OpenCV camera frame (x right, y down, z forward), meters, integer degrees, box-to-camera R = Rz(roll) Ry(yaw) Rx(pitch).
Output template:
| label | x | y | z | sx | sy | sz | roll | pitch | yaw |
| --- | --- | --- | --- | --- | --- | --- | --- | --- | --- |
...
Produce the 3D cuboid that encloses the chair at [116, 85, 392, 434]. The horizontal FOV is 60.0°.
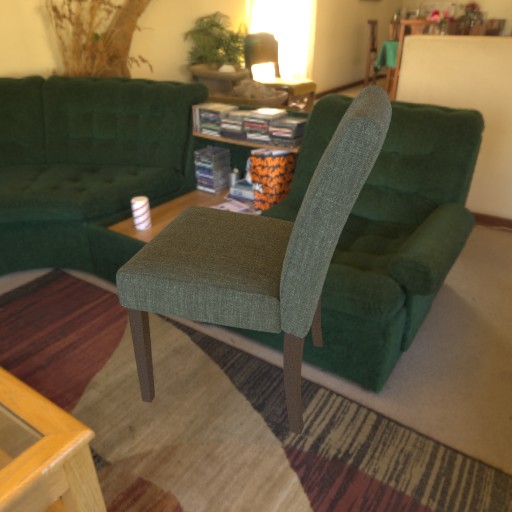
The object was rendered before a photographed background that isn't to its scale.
| label | x | y | z | sx | sy | sz | roll | pitch | yaw |
| --- | --- | --- | --- | --- | --- | --- | --- | --- | --- |
| chair | 0.000 | 0.000 | 1.262 | 0.629 | 0.884 | 0.487 | 8 | 30 | 14 |
